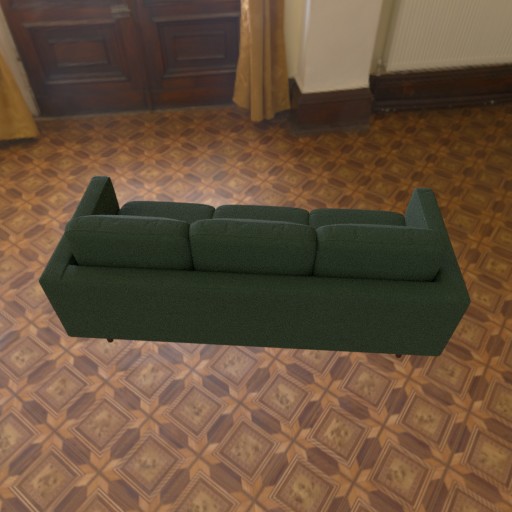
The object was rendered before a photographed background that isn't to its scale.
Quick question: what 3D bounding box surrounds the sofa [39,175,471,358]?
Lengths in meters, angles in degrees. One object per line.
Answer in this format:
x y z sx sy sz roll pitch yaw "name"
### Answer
0.000 0.000 2.528 2.029 0.899 0.879 3 47 2 "sofa"
